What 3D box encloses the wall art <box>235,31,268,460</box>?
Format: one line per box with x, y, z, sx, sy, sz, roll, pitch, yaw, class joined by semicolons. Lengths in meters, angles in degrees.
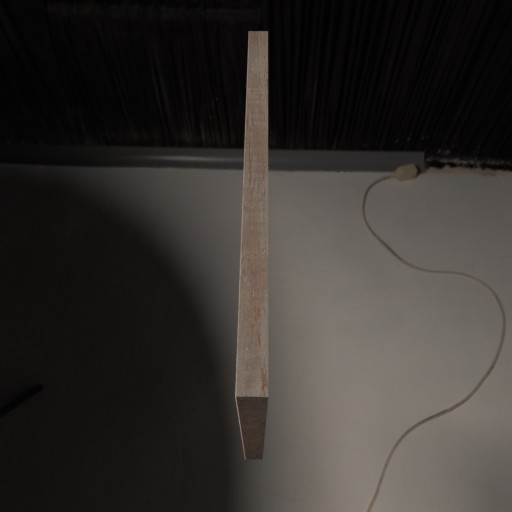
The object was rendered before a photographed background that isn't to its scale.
0.000;0.000;1.714;0.070;1.009;1.320;1;58;0;wall art
